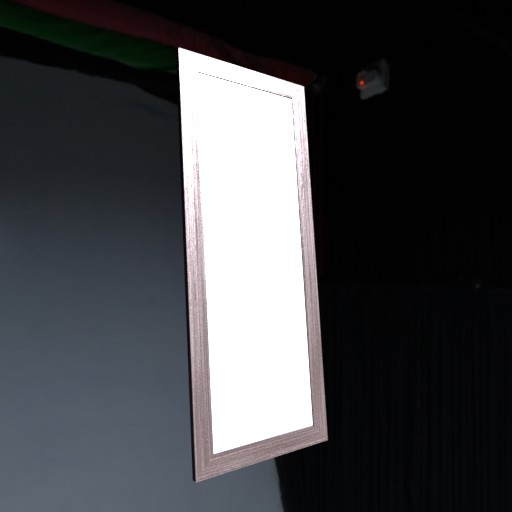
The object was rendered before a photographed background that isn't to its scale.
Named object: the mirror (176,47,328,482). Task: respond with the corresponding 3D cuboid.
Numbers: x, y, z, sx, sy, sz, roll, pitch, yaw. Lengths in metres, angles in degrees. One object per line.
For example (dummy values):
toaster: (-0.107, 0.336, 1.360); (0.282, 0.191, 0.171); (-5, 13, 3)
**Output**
mirror: (0.000, 0.000, 2.305); (0.812, 2.020, 0.221); (1, -1, -36)
